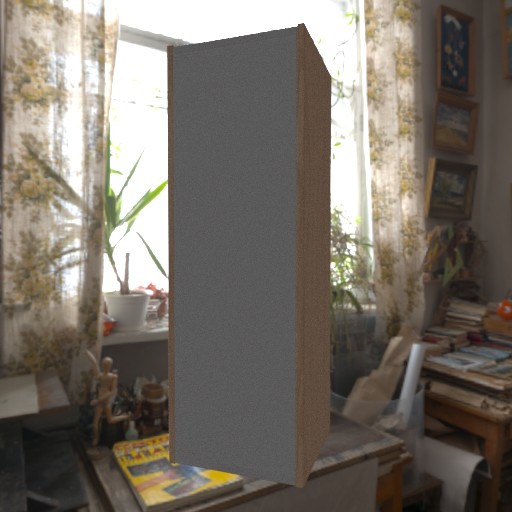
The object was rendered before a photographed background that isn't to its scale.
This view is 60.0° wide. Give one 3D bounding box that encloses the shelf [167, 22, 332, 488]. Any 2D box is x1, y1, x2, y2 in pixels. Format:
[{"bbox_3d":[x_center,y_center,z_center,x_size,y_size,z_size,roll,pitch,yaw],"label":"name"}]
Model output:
[{"bbox_3d":[0.000,0.000,1.042,0.300,0.900,0.290,1,2,20],"label":"shelf"}]
